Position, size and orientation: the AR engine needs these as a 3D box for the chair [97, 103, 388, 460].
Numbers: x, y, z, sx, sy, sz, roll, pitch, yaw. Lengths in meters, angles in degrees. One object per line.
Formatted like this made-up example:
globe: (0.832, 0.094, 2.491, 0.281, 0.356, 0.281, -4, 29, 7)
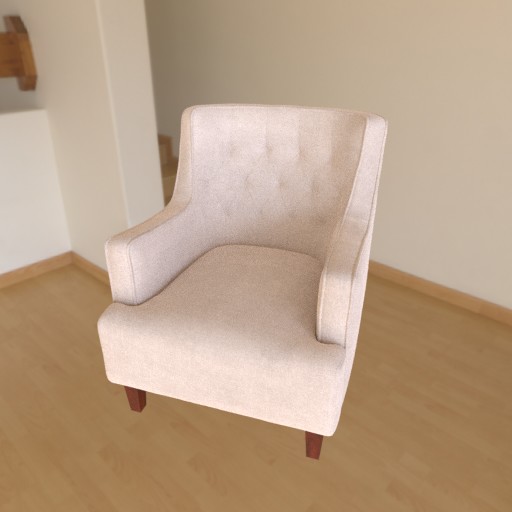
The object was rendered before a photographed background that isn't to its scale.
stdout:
chair: (0.000, 0.000, 1.574, 0.781, 0.920, 0.910, 8, 28, 16)
